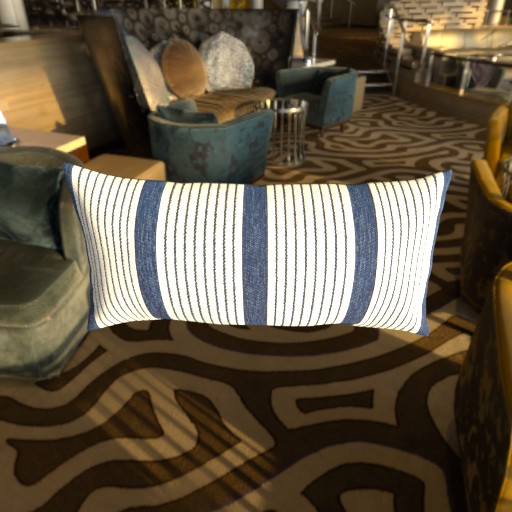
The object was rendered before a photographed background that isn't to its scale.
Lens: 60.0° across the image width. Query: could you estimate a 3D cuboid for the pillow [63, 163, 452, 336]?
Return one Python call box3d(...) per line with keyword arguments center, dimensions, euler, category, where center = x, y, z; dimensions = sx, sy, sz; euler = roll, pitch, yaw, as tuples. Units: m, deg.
box3d(center=(0.000, 0.000, 0.735), dimensions=(0.608, 0.292, 0.156), euler=(1, 30, 2), category="pillow")
